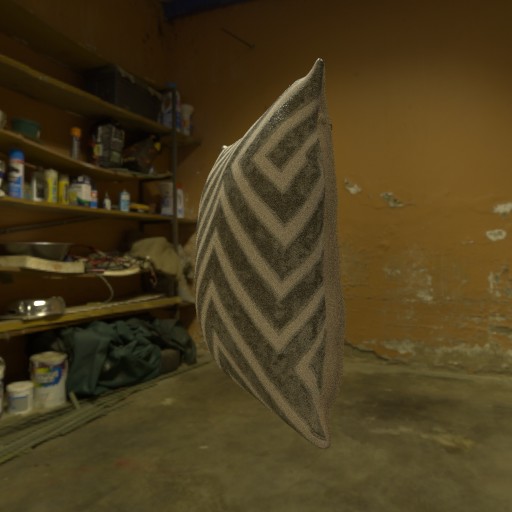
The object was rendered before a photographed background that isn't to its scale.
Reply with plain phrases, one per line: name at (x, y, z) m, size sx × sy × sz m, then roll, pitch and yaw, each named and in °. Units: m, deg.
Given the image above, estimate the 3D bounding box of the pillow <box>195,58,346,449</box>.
pillow at (0.000, 0.000, 0.685) m, size 0.182 × 0.441 × 0.440 m, roll 0°, pitch -1°, yaw -19°
